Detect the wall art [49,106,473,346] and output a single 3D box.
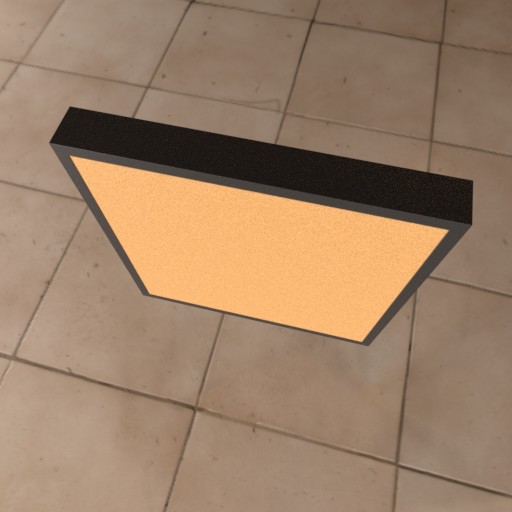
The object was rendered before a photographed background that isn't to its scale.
[{"bbox_3d":[0.000,0.000,0.453,0.304,0.304,0.038,12,64,6],"label":"wall art"}]
